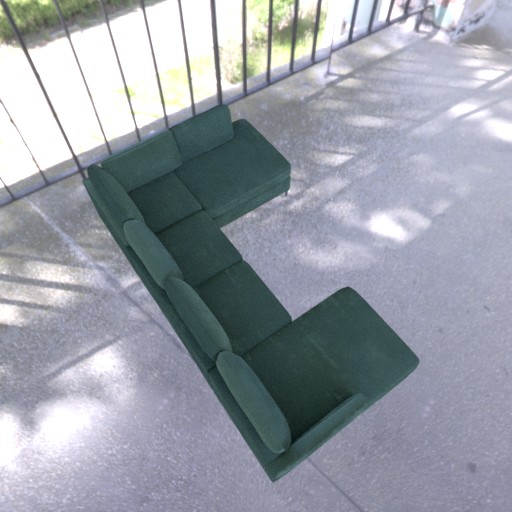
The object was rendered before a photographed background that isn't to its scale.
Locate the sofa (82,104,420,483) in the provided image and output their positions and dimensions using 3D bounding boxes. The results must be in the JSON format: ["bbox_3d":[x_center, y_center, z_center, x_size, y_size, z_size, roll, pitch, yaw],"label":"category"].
[{"bbox_3d":[0.000,0.000,4.378,2.055,0.992,3.434,-31,63,-18],"label":"sofa"}]
